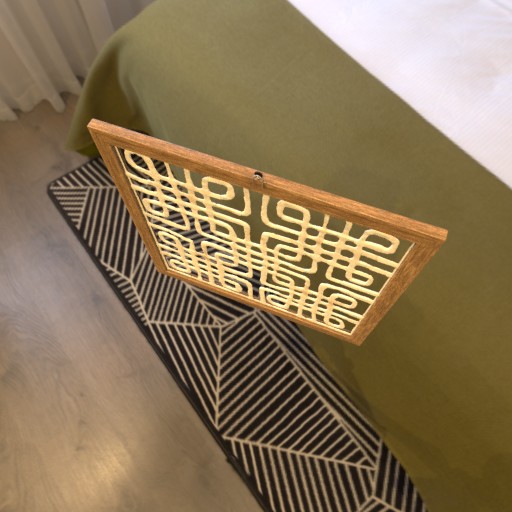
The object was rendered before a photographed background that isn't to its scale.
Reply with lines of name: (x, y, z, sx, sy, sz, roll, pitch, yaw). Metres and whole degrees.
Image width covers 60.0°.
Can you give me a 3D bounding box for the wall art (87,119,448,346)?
wall art: (0.000, 0.000, 0.893, 0.561, 0.582, 0.021, 19, 66, 9)
